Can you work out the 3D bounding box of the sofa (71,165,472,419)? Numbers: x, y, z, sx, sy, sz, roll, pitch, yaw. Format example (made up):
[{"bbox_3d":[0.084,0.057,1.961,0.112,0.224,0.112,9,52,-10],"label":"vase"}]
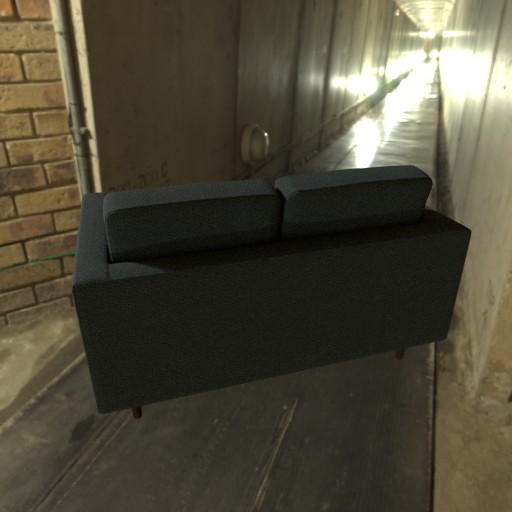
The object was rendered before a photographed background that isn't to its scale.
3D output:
[{"bbox_3d":[0.000,0.000,2.111,1.518,0.930,0.999,-8,28,-15],"label":"sofa"}]
